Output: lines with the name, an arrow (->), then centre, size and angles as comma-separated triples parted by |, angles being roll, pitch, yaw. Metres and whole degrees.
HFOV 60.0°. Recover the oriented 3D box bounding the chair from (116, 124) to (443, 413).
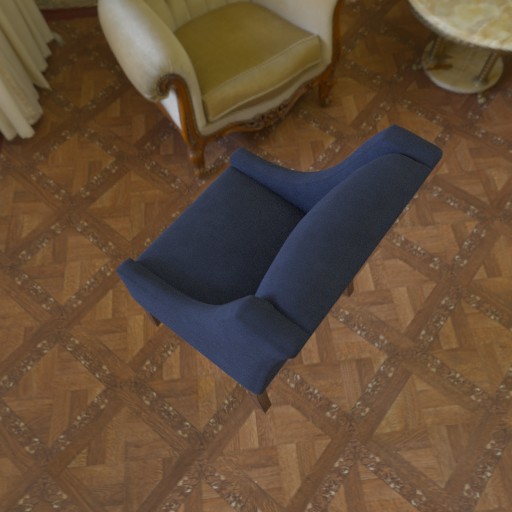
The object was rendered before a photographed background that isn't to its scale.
chair -> 0.000, 0.000, 1.373 | 0.629, 0.895, 0.629 | 34, 68, 16
